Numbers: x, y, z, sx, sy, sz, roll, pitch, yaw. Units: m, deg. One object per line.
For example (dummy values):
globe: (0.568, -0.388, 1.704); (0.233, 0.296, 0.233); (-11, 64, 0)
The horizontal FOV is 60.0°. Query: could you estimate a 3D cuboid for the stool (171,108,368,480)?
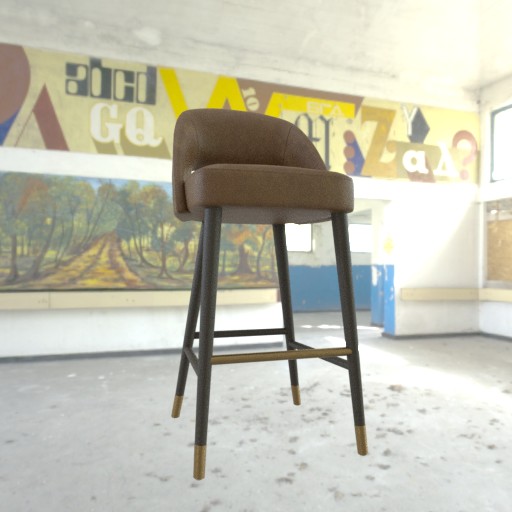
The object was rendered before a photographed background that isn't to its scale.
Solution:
stool: (0.000, 0.000, 1.325); (0.494, 1.037, 0.509); (0, -1, -18)
